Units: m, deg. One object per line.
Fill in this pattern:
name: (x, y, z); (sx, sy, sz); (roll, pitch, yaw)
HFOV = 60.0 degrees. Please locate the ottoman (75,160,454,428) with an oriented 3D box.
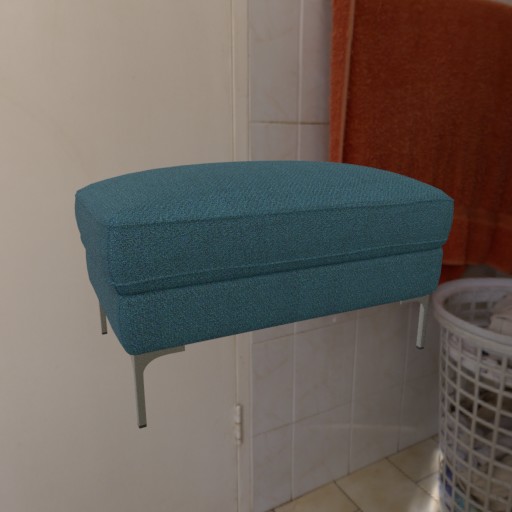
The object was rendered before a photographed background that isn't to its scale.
ottoman: (0.000, 0.000, 1.195); (0.856, 0.498, 0.563); (-7, 16, -26)
